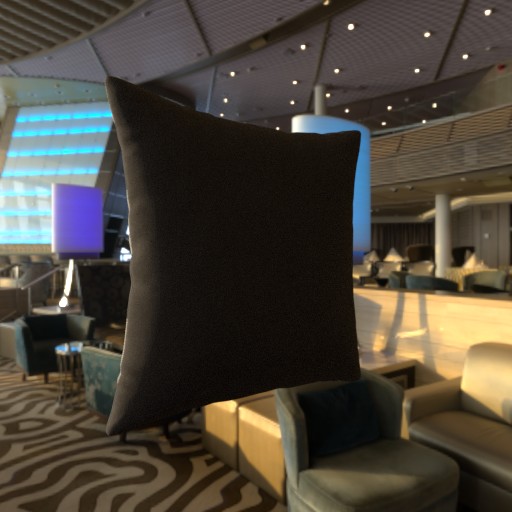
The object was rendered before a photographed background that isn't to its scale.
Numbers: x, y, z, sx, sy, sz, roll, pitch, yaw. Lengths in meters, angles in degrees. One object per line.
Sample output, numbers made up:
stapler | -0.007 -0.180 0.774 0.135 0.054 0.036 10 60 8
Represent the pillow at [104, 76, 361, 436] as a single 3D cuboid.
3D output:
pillow | 0.000 0.000 0.765 0.511 0.509 0.161 0 0 -34
